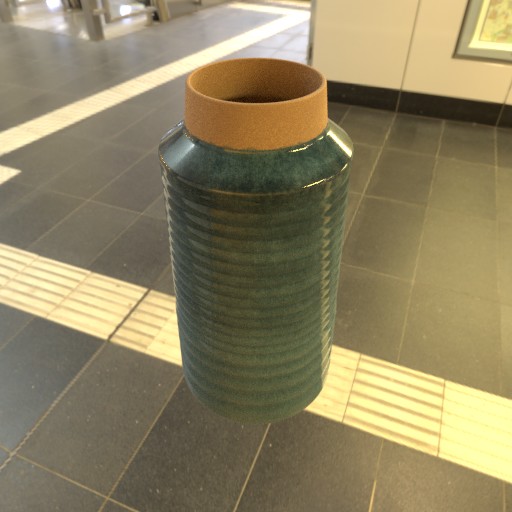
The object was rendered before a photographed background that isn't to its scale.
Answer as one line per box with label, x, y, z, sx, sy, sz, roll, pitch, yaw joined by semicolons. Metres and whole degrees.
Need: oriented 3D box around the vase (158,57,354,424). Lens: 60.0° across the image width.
vase;0.000;0.000;0.403;0.163;0.316;0.163;0;40;0
